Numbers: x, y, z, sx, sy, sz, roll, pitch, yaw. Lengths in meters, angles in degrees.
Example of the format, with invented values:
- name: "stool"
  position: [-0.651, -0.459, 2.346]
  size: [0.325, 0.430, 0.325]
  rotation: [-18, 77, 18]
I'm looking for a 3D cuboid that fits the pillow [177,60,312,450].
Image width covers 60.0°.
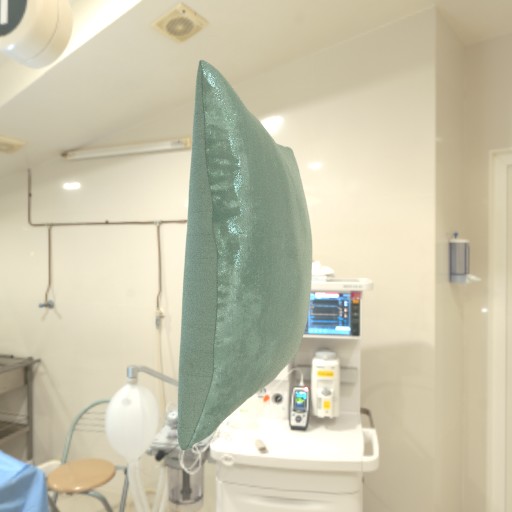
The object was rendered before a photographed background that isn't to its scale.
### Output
- name: "pillow"
  position: [0.000, 0.000, 0.741]
  size: [0.175, 0.464, 0.470]
  rotation: [0, 1, 18]
